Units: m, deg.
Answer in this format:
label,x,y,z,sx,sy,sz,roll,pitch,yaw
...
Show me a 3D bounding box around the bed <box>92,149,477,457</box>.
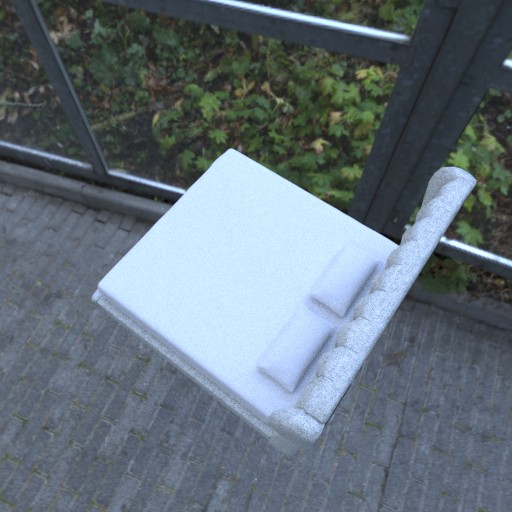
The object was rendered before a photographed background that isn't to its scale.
label,x,y,z,sx,sy,sz,roll,pitch,yaw
bed,0.000,0.000,3.816,2.347,1.771,2.219,33,68,15
